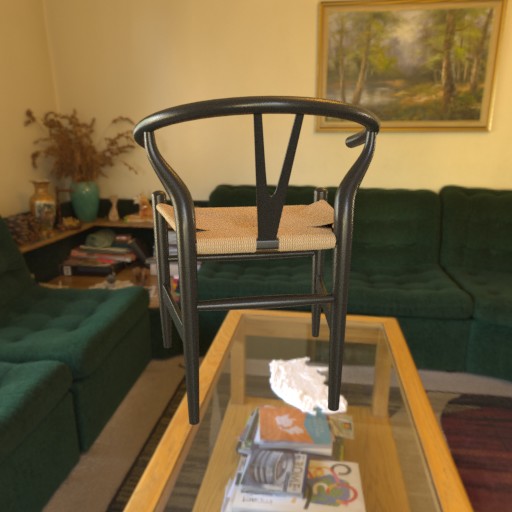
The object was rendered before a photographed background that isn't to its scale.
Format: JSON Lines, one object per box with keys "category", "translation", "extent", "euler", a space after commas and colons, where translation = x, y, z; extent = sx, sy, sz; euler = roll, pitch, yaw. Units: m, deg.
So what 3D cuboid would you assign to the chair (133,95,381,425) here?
{"category": "chair", "translation": [0.000, 0.000, 1.146], "extent": [0.570, 0.739, 0.570], "euler": [-2, 16, -9]}
